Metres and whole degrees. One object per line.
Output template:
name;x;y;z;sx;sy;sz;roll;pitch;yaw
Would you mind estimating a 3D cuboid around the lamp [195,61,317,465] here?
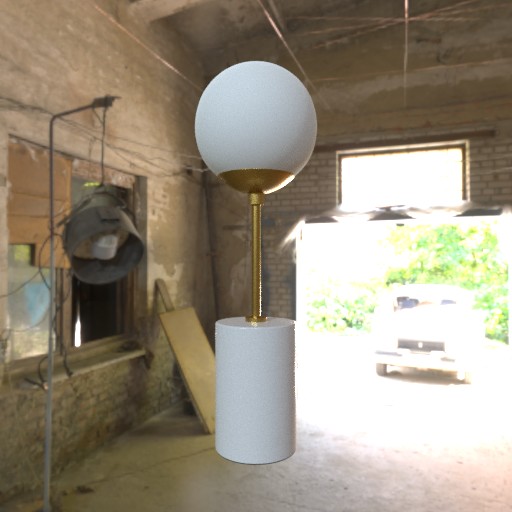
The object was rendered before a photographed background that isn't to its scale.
lamp;0.000;0.000;0.561;0.153;0.480;0.153;0;-1;0
